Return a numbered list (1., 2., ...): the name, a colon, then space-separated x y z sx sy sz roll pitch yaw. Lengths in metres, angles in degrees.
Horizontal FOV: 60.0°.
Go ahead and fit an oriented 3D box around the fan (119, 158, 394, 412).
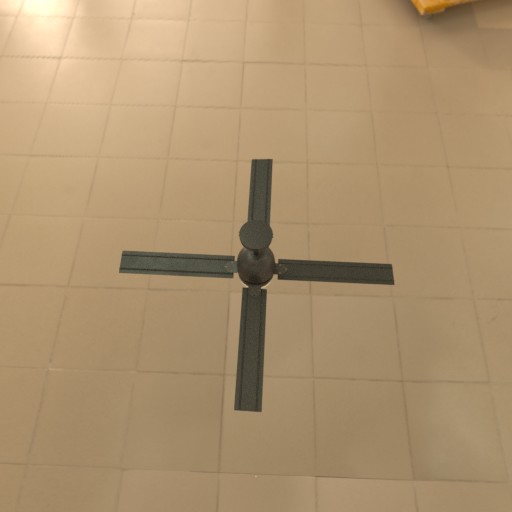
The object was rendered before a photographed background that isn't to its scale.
1. fan: 0.000 0.000 2.023 1.319 0.410 1.319 1 64 1
